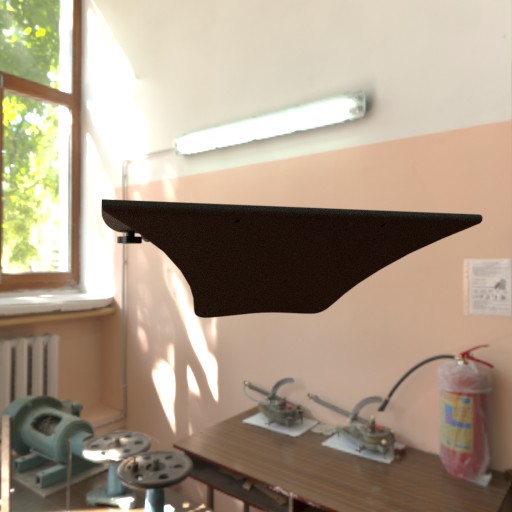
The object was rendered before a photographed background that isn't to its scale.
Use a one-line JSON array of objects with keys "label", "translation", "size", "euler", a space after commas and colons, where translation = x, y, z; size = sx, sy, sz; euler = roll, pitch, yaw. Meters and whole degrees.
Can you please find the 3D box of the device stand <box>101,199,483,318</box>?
[{"label": "device stand", "translation": [0.000, 0.000, 0.355], "size": [0.230, 0.092, 0.230], "euler": [0, -1, -18]}]
